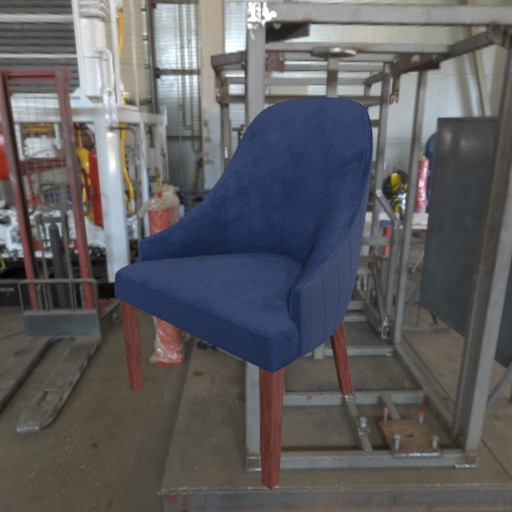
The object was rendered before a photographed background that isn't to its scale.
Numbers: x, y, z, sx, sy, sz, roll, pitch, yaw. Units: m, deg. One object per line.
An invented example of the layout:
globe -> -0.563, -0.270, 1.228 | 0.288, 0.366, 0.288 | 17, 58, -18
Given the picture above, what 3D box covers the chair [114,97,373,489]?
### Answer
chair -> 0.000, 0.000, 1.283 | 0.643, 0.889, 0.575 | 15, 22, 41
